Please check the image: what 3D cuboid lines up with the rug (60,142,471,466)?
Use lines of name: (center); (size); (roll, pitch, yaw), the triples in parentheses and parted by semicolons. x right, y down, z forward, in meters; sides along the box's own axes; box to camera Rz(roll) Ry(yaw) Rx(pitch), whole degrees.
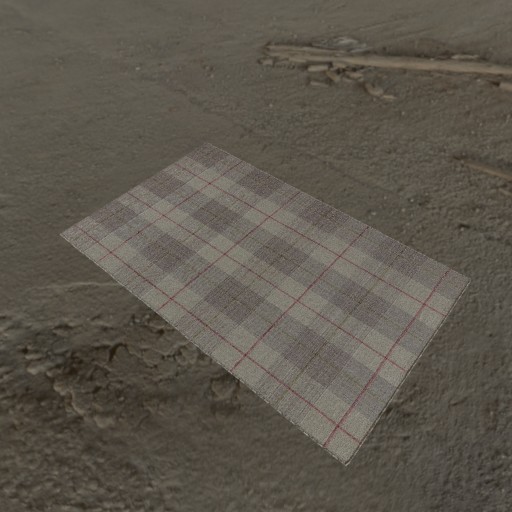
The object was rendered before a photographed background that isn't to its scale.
rug: (0.000, 0.000, 3.082); (2.464, 0.010, 1.549); (32, 55, 26)
